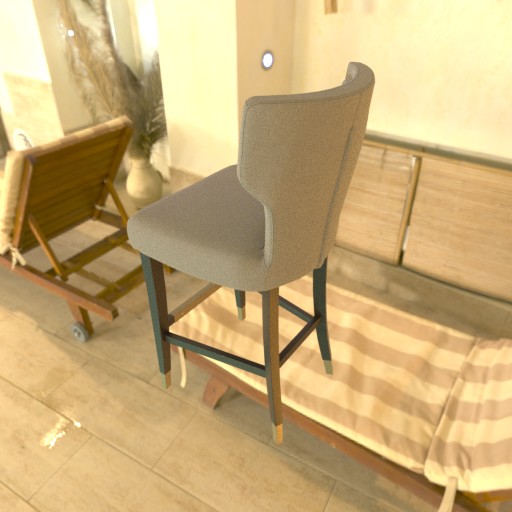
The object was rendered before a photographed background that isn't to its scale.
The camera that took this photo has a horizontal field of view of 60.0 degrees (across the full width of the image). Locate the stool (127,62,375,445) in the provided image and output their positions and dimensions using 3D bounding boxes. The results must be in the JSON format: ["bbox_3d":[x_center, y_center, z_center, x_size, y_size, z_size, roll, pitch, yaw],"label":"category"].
[{"bbox_3d":[0.000,0.000,1.380,0.563,1.092,0.526,21,39,29],"label":"stool"}]
